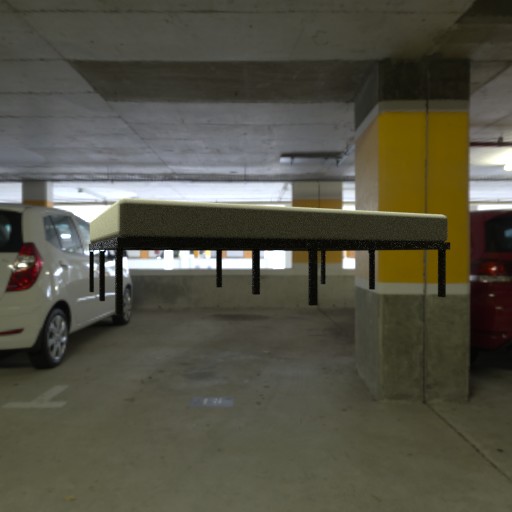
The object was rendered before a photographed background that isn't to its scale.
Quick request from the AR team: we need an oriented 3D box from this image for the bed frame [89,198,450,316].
[{"bbox_3d":[0.000,0.000,3.922,2.842,0.680,2.205,0,0,-18],"label":"bed frame"}]
